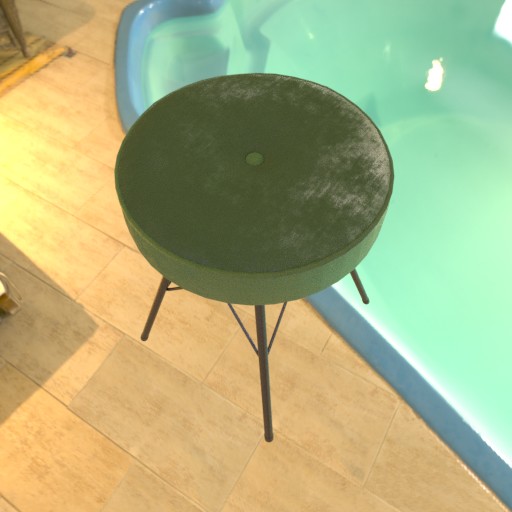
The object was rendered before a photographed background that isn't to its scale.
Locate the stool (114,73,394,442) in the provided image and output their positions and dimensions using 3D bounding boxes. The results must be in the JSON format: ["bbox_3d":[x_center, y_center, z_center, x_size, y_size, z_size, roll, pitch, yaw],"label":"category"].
[{"bbox_3d":[0.000,0.000,0.916,0.430,0.595,0.457,33,63,19],"label":"stool"}]
